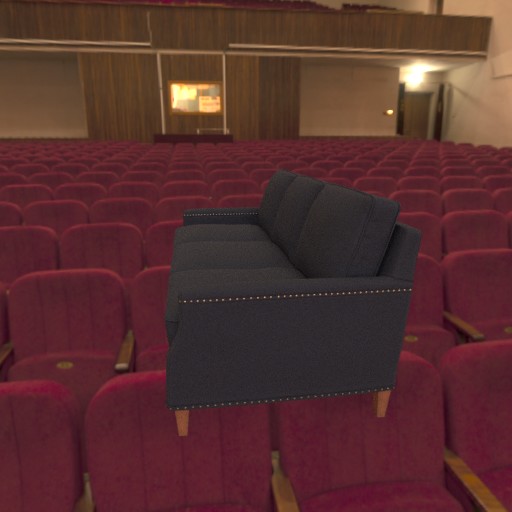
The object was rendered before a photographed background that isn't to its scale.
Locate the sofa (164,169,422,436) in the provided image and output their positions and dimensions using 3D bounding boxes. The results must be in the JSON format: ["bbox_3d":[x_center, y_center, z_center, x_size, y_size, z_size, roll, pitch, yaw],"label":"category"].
[{"bbox_3d":[0.000,0.000,2.857,1.084,1.003,2.246,-2,14,-8],"label":"sofa"}]
